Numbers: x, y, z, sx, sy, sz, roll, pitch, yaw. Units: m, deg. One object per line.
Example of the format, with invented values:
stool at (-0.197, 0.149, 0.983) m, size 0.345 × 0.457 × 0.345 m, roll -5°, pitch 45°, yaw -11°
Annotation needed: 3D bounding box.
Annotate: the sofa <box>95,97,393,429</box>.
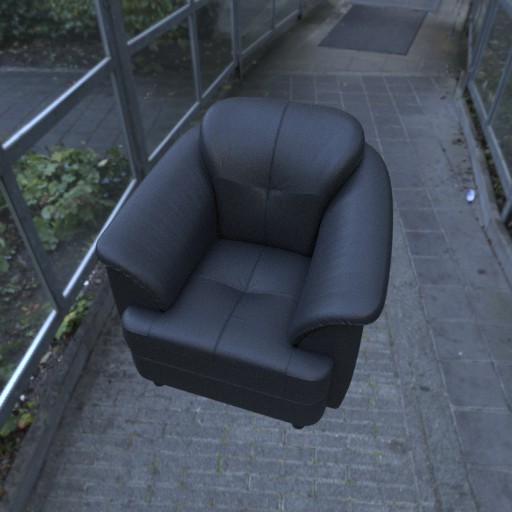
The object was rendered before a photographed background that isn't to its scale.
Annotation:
sofa at (0.000, 0.000, 1.526) m, size 0.870 × 0.811 × 0.794 m, roll 12°, pitch 42°, yaw 14°
